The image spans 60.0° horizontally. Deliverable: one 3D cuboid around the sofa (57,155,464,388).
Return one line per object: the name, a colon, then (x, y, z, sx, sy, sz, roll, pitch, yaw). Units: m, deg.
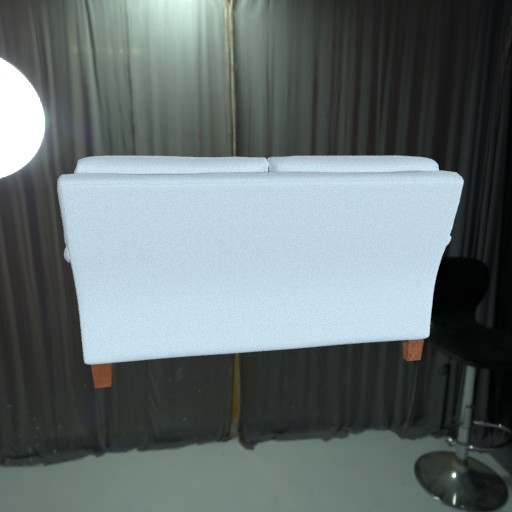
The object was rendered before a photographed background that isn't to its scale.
sofa: (0.000, 0.000, 2.492, 1.853, 1.101, 1.084, -2, 13, -10)
